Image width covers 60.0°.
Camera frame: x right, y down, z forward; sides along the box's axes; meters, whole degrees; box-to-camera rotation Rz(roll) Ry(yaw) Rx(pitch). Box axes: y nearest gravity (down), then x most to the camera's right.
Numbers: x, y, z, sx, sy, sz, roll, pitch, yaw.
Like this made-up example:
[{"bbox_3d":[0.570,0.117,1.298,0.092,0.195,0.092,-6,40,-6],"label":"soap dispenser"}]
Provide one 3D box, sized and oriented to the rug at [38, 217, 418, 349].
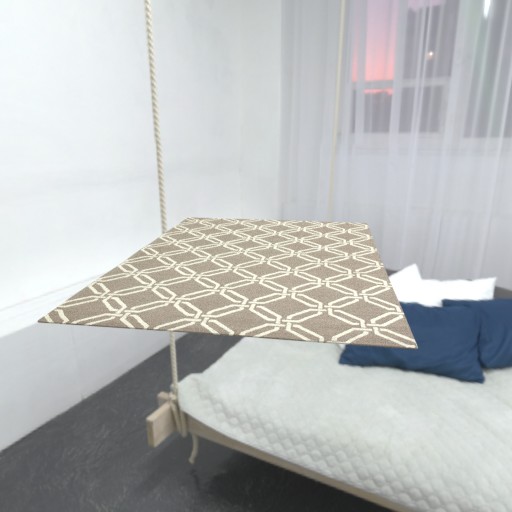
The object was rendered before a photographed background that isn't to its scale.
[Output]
[{"bbox_3d":[0.000,0.000,4.388,2.441,0.020,3.419,2,17,8],"label":"rug"}]
